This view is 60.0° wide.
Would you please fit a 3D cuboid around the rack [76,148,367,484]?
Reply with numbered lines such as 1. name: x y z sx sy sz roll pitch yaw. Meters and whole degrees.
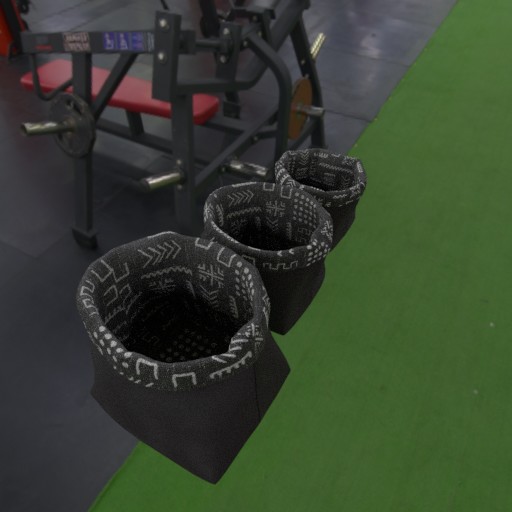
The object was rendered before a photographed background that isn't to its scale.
1. rack: 0.000 0.000 1.073 0.379 0.323 0.905 24 51 21
